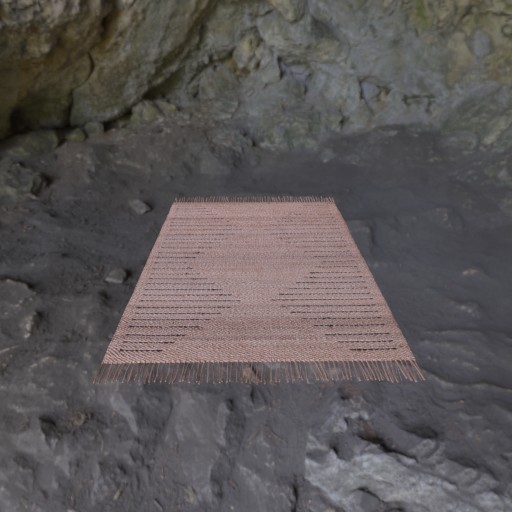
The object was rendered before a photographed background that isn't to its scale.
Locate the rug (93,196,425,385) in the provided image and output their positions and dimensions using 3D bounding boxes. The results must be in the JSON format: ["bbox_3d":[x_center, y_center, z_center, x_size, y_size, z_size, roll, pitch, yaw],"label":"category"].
[{"bbox_3d":[0.000,0.000,2.544,1.224,0.027,2.085,0,26,-1],"label":"rug"}]
